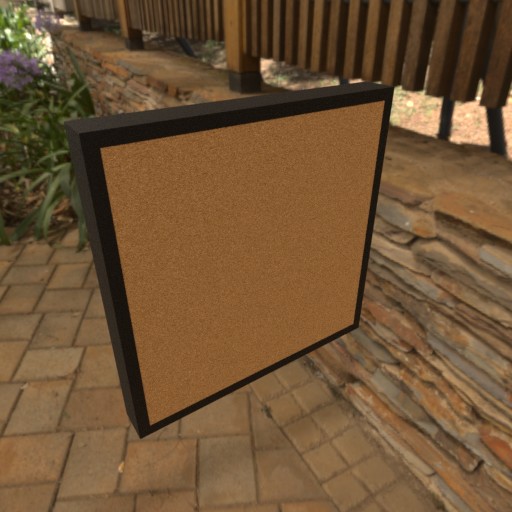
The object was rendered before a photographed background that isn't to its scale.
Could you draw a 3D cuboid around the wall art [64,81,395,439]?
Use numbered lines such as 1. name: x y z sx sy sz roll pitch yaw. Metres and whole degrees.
1. wall art: 0.000 0.000 0.452 0.305 0.304 0.038 -19 35 -29
